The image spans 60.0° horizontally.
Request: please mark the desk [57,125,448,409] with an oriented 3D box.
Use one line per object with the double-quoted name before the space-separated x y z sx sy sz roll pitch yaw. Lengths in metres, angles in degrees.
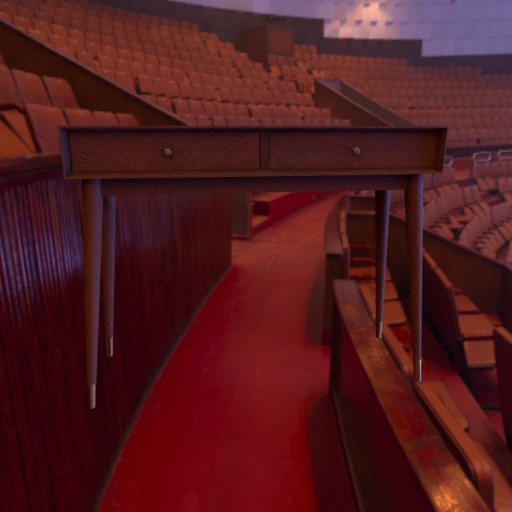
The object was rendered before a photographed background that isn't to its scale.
"desk" 0.000 0.000 1.634 1.204 0.917 0.384 -2 16 -8
